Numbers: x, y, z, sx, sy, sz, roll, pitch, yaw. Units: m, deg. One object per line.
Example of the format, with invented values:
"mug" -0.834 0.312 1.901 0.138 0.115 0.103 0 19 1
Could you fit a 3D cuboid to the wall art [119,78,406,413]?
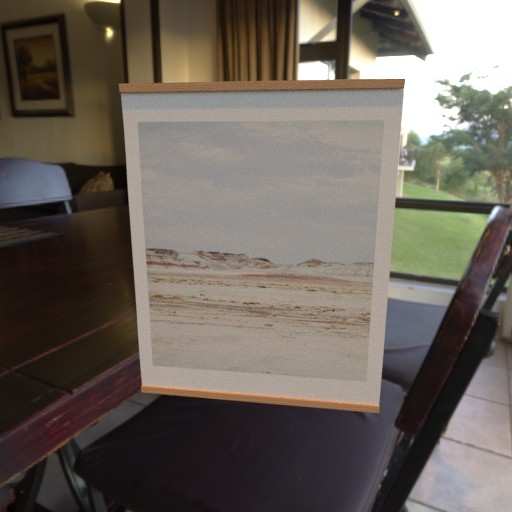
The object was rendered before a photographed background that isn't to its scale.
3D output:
"wall art" 0.000 0.000 0.687 0.404 0.507 0.010 2 15 8
